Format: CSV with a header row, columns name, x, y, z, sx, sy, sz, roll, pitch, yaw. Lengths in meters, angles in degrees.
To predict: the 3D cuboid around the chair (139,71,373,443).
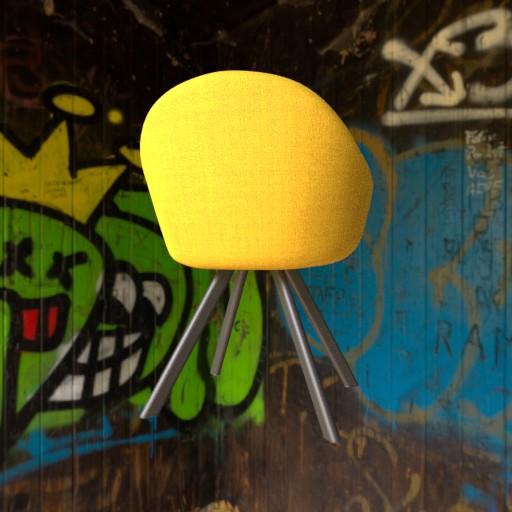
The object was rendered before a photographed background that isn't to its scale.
name,x,y,z,sx,sy,sz,roll,pitch,yaw
chair,0.000,0.000,1.187,0.590,0.795,0.550,0,0,18
